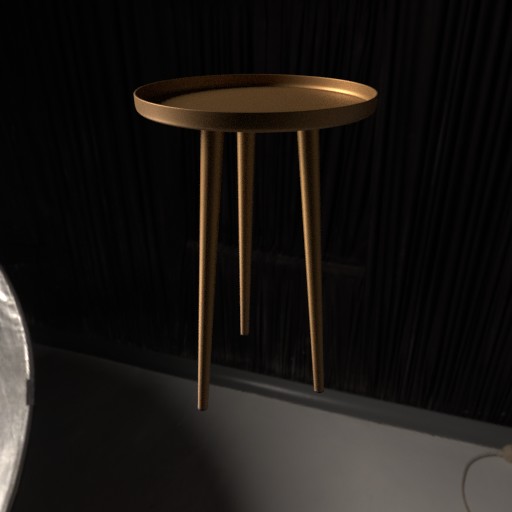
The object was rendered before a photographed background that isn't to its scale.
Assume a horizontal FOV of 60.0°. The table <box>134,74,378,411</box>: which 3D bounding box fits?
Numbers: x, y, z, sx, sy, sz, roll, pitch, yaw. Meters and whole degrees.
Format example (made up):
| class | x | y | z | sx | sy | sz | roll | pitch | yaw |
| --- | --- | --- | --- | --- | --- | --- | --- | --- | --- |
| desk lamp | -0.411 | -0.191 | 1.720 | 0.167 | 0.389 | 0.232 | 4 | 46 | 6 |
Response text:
| class | x | y | z | sx | sy | sz | roll | pitch | yaw |
| --- | --- | --- | --- | --- | --- | --- | --- | --- | --- |
| table | 0.000 | 0.000 | 0.673 | 0.299 | 0.480 | 0.299 | 8 | 30 | 14 |
